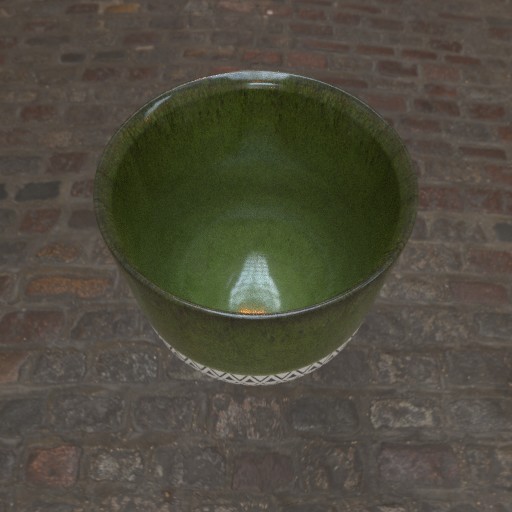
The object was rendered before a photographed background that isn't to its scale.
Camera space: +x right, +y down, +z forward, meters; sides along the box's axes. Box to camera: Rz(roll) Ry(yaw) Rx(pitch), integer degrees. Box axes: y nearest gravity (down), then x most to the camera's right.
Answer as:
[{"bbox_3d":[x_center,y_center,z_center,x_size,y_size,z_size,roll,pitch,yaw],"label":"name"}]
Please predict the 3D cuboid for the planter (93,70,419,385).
[{"bbox_3d":[0.000,0.000,0.481,0.266,0.270,0.266,0,58,0],"label":"planter"}]
